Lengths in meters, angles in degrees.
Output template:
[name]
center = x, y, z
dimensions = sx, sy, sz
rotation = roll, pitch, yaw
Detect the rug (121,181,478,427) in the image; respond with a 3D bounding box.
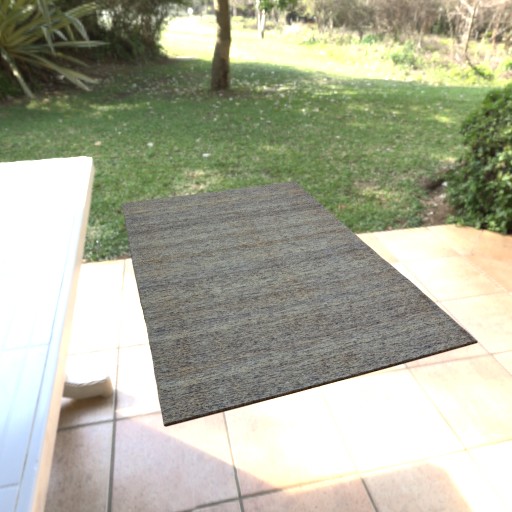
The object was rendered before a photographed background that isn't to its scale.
[rug]
center = 0.000, 0.000, 2.323
dimensions = 1.243, 0.014, 1.846
rotation = -10, 32, -16
